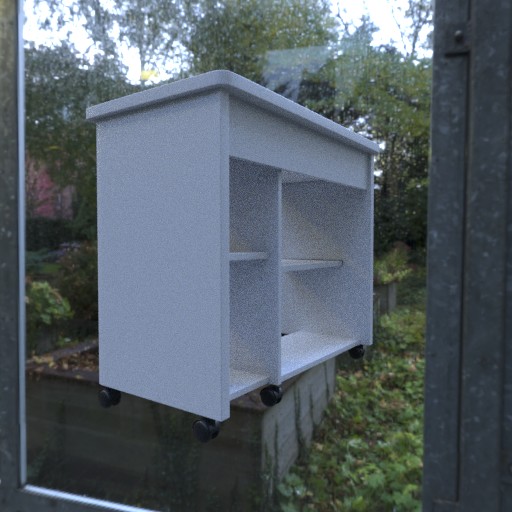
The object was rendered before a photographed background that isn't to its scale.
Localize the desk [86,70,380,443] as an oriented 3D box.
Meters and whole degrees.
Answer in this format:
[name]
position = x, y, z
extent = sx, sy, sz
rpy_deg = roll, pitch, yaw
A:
[desk]
position = 0.000, 0.000, 1.362
extent = 0.475, 0.763, 0.877
rpy_deg = 1, 2, 35
